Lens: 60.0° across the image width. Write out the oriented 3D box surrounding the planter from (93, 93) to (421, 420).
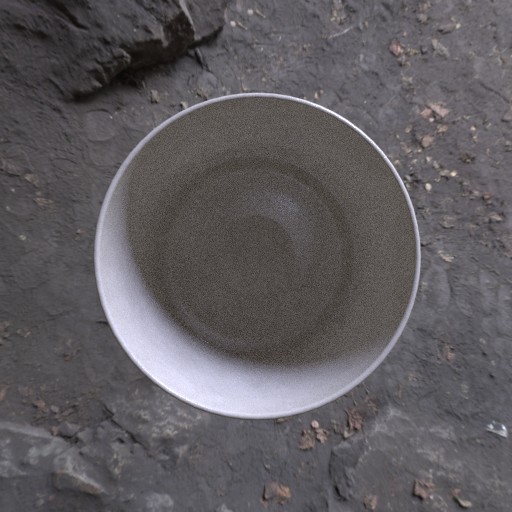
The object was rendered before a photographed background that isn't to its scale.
[{"bbox_3d":[0.000,0.000,0.346,0.190,0.181,0.190,0,90,-1],"label":"planter"}]
